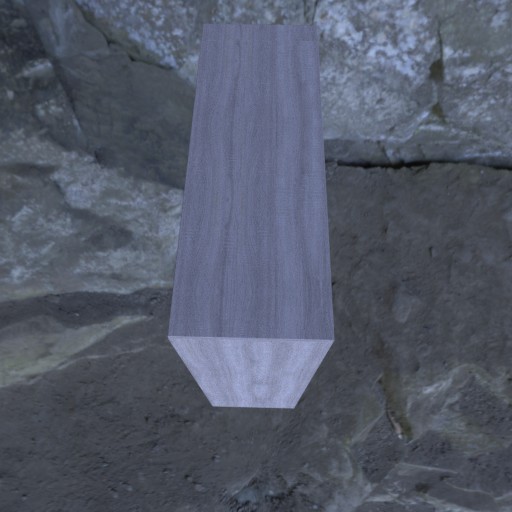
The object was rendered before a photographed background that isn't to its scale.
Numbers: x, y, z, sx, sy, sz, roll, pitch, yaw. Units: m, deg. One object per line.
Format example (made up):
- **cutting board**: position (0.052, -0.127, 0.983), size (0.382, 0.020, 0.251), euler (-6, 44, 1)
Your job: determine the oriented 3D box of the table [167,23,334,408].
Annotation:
- **table**: position (0.000, 0.000, 1.916), size (0.398, 1.388, 1.111), euler (1, 64, 1)
